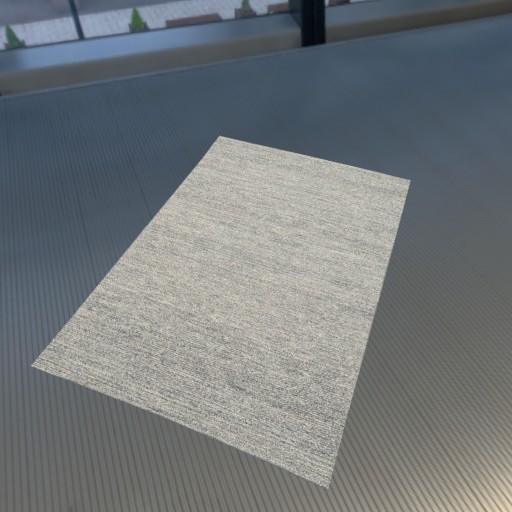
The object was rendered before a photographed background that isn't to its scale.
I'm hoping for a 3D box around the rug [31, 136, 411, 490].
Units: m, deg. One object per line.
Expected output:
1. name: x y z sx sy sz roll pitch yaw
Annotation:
1. rug: 0.000 0.000 2.855 1.616 0.030 2.338 17 50 15
